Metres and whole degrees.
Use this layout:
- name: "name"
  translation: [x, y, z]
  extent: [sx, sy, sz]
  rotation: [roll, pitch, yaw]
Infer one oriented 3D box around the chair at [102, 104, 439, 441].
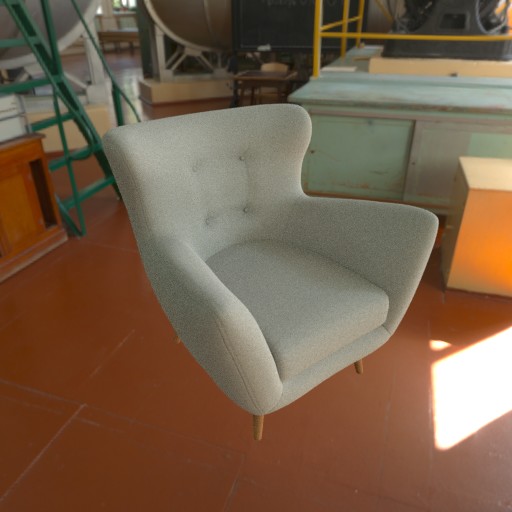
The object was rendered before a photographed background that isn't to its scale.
- name: "chair"
  translation: [0.000, 0.000, 1.580]
  extent: [0.890, 0.889, 0.889]
  rotation: [-20, 35, -32]
